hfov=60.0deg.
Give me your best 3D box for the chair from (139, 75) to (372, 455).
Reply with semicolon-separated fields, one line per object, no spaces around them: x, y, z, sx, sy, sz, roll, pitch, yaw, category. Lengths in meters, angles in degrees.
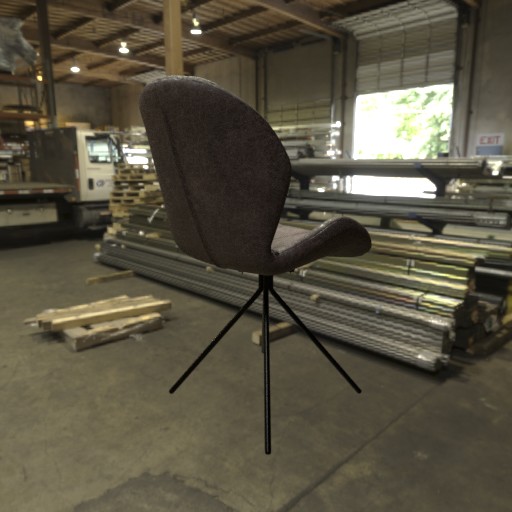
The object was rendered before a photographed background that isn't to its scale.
0.000;0.000;1.318;0.527;0.934;0.640;12;17;44;chair
